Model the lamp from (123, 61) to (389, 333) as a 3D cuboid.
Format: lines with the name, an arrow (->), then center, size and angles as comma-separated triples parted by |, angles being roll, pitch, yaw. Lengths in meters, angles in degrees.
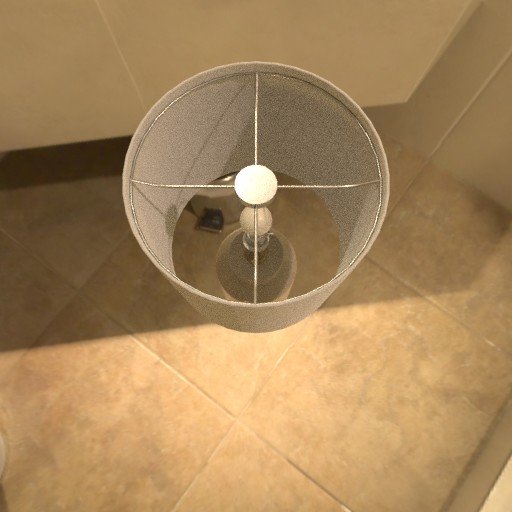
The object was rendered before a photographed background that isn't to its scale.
lamp -> 0.000, 0.000, 0.589 | 0.212, 0.493, 0.212 | 0, 75, 0
